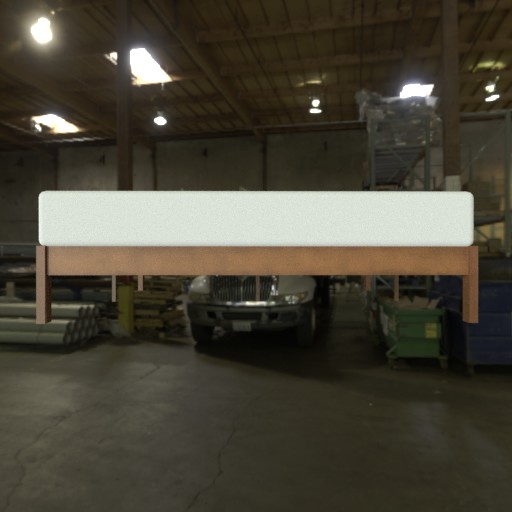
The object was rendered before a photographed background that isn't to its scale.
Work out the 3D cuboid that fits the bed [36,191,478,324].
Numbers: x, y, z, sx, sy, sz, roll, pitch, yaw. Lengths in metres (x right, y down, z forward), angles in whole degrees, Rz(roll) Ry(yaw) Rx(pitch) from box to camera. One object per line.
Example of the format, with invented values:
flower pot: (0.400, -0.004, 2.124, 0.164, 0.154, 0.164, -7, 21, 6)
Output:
bed: (0.000, 0.000, 3.015, 2.049, 0.616, 1.930, 0, 0, -1)
